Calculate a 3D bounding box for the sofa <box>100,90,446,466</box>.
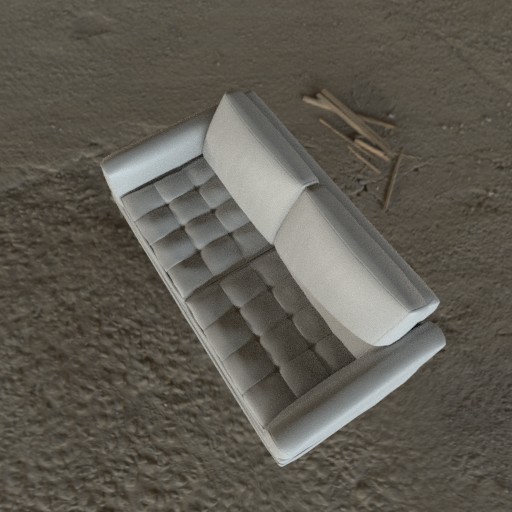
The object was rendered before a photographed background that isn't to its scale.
[{"bbox_3d":[0.000,0.000,2.740,1.121,0.930,2.177,-31,68,-14],"label":"sofa"}]
